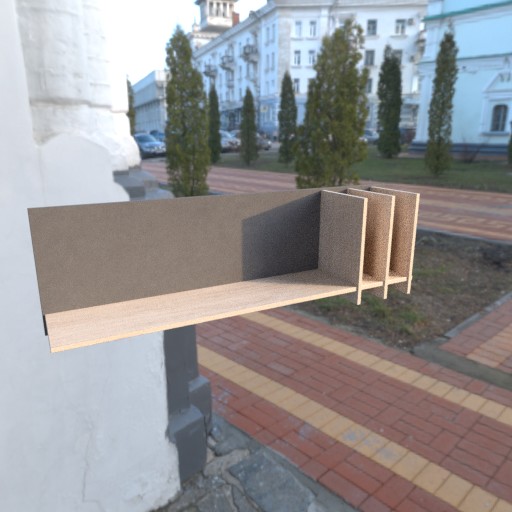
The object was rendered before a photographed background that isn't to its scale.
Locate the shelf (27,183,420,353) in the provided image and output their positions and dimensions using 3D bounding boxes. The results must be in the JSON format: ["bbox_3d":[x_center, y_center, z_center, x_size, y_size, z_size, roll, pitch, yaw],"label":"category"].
[{"bbox_3d":[0.000,0.000,1.148,1.020,0.300,0.200,-8,18,-26],"label":"shelf"}]
